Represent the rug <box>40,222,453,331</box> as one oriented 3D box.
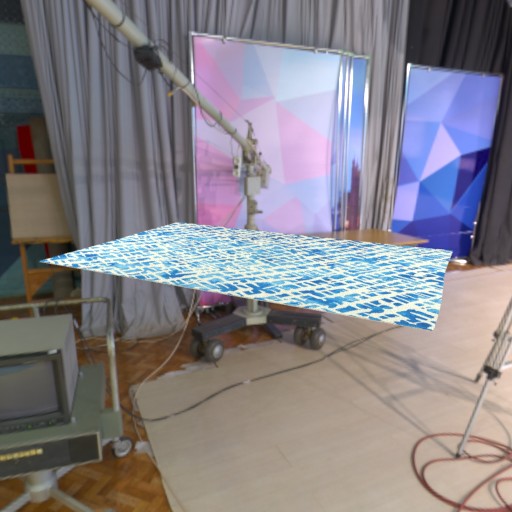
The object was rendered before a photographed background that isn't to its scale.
[{"bbox_3d":[0.000,0.000,3.067,2.447,0.011,1.520,7,17,25],"label":"rug"}]
